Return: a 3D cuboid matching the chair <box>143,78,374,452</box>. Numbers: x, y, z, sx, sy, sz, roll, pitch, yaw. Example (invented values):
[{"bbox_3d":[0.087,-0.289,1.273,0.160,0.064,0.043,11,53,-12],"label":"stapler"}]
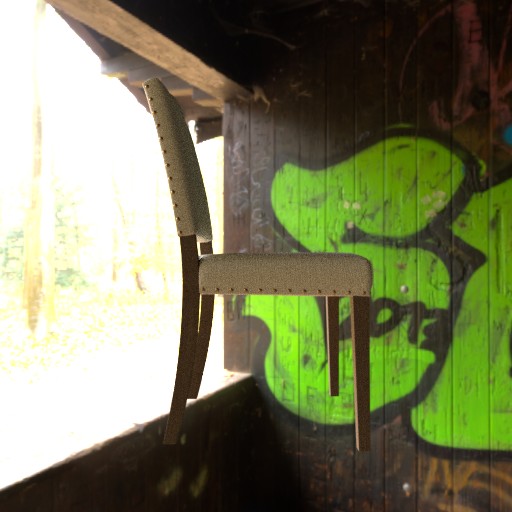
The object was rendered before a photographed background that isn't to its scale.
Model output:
[{"bbox_3d":[0.000,0.000,1.399,0.619,1.015,0.508,0,-1,1],"label":"chair"}]
